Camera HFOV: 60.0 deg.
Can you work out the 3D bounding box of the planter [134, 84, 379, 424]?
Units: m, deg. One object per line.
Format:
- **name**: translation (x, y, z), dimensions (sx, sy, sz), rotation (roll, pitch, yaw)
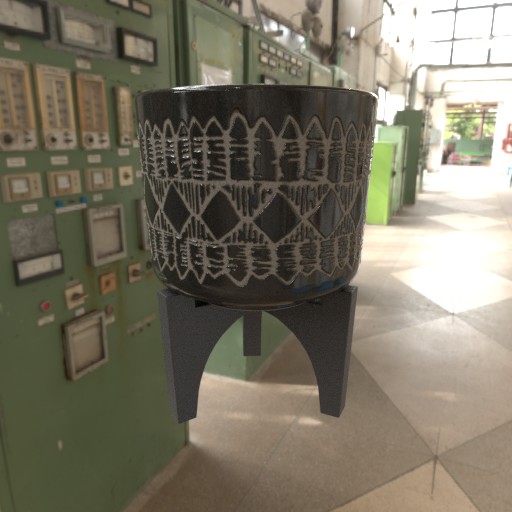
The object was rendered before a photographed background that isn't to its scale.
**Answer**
- **planter**: translation (0.000, 0.000, 0.263), dimensions (0.129, 0.177, 0.129), rotation (0, 15, 0)
